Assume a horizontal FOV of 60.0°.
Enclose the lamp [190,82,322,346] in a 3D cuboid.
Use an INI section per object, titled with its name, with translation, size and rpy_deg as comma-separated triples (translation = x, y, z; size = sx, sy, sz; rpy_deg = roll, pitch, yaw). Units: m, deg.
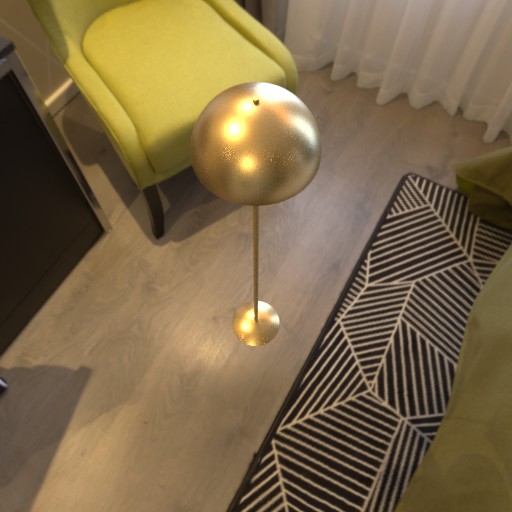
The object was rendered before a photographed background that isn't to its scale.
[lamp]
translation = 0.000, 0.000, 1.620
size = 0.328, 1.480, 0.328
rpy_deg = -1, 62, -1
